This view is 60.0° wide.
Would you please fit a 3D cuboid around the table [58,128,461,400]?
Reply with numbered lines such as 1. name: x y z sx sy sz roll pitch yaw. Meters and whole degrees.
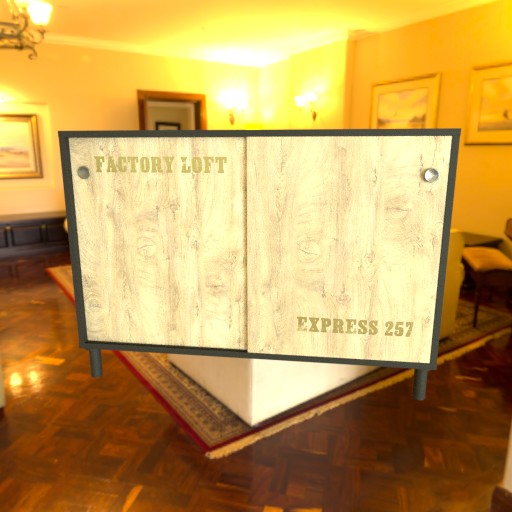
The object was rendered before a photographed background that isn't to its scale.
1. table: 0.000 0.000 1.587 1.200 0.855 0.400 2 14 7
